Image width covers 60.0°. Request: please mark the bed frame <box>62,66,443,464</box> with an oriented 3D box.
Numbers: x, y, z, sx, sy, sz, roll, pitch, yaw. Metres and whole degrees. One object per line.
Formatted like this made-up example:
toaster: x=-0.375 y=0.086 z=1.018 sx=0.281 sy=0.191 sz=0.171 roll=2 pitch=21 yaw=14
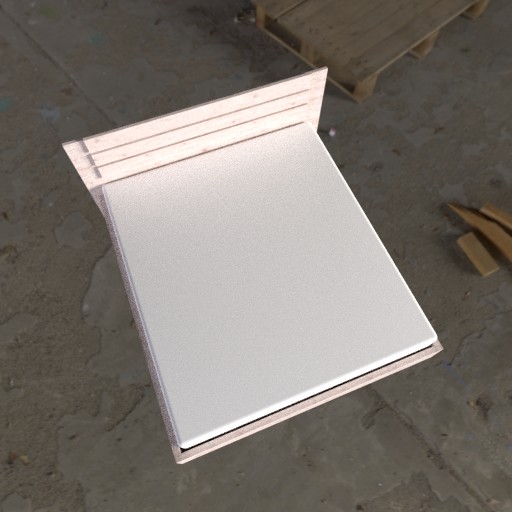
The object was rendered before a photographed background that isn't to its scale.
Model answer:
bed frame: x=0.000 y=0.000 z=3.103 sx=1.950 sy=0.970 sz=2.080 roll=-20 pitch=65 yaw=-9
